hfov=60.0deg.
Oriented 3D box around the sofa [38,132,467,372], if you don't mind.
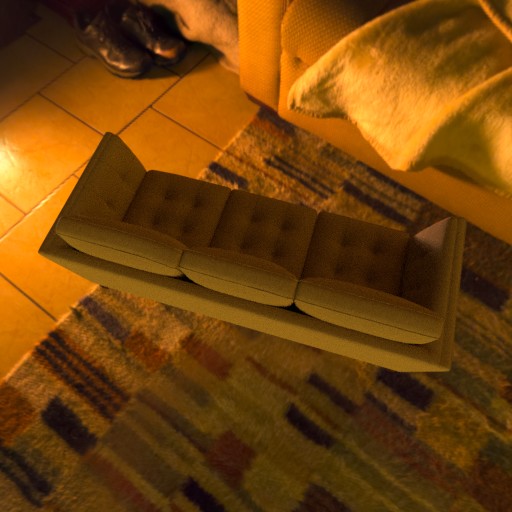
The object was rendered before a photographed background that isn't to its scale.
[{"bbox_3d":[0.000,0.000,2.900,2.388,0.940,0.965,15,65,7],"label":"sofa"}]
